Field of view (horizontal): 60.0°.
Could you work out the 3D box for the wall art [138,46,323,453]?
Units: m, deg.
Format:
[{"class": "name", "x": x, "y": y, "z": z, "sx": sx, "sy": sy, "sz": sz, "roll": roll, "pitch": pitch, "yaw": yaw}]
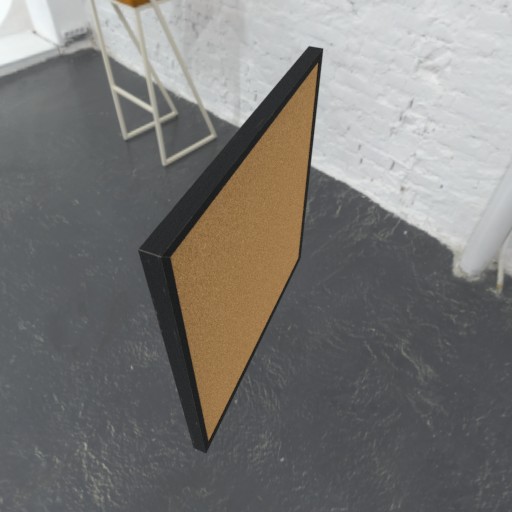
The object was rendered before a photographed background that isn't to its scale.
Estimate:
[{"class": "wall art", "x": 0.000, "y": 0.000, "z": 1.133, "sx": 0.037, "sy": 0.761, "sz": 0.761, "roll": 17, "pitch": 49, "yaw": 15}]
